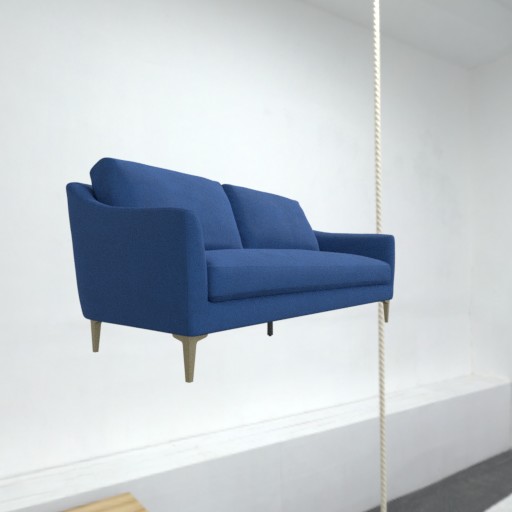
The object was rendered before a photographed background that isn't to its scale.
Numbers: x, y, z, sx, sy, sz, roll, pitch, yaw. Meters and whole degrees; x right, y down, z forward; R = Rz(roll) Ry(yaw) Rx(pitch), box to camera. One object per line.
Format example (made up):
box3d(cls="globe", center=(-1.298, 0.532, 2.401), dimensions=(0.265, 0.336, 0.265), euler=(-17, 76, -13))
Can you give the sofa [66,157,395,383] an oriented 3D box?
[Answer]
box3d(cls="sofa", center=(0.000, 0.000, 2.554), dimensions=(0.960, 0.903, 2.036), euler=(-1, -1, 36))
